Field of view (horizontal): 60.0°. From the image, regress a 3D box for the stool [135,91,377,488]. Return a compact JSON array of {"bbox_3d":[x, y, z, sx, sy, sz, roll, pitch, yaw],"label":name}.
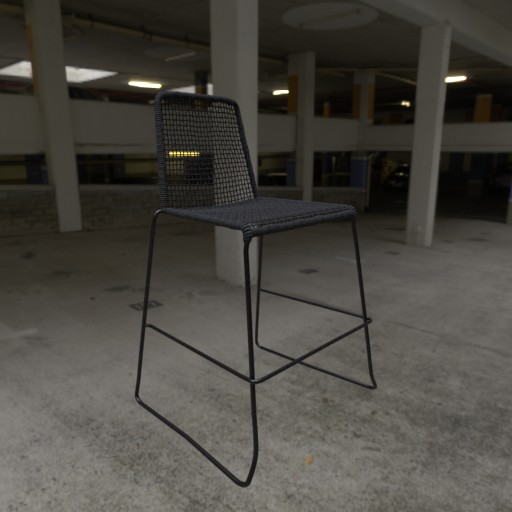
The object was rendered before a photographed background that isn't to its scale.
[{"bbox_3d":[0.000,0.000,1.259,0.509,0.905,0.590,13,19,42],"label":"stool"}]
